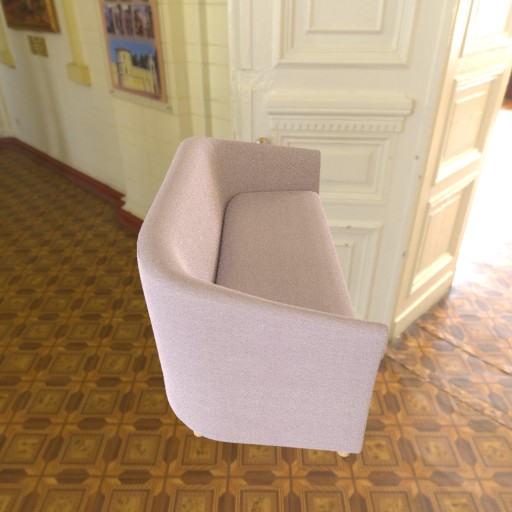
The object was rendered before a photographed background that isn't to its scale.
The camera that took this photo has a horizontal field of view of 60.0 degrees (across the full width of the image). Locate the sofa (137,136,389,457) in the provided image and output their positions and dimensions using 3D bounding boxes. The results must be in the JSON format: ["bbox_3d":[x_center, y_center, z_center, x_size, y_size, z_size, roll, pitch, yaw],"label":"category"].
[{"bbox_3d":[0.000,0.000,1.865,0.705,0.721,1.452,0,32,0],"label":"sofa"}]
